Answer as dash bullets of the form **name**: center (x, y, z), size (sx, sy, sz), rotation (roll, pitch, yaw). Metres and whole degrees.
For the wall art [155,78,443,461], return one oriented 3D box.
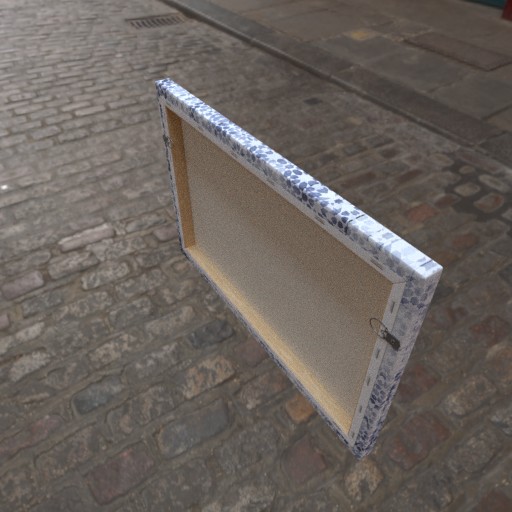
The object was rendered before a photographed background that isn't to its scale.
- **wall art**: center (0.000, 0.000, 0.750), size (0.030, 0.406, 0.608), rotation (-25, 47, -25)
